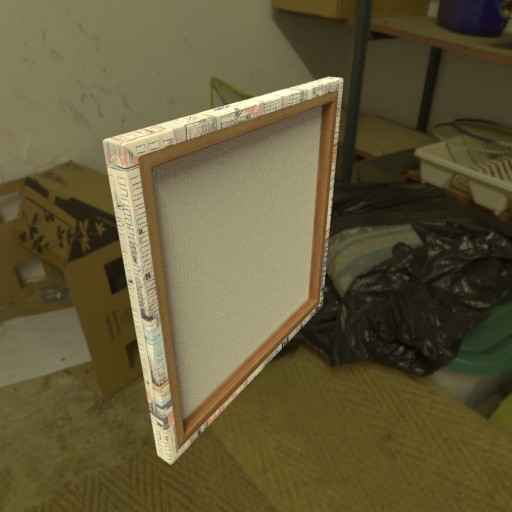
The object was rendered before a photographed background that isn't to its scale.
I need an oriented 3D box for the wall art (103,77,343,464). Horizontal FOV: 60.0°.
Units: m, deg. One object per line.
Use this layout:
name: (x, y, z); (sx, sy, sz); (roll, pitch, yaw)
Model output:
wall art: (0.000, 0.000, 0.900); (0.038, 0.608, 0.607); (19, 35, 30)
